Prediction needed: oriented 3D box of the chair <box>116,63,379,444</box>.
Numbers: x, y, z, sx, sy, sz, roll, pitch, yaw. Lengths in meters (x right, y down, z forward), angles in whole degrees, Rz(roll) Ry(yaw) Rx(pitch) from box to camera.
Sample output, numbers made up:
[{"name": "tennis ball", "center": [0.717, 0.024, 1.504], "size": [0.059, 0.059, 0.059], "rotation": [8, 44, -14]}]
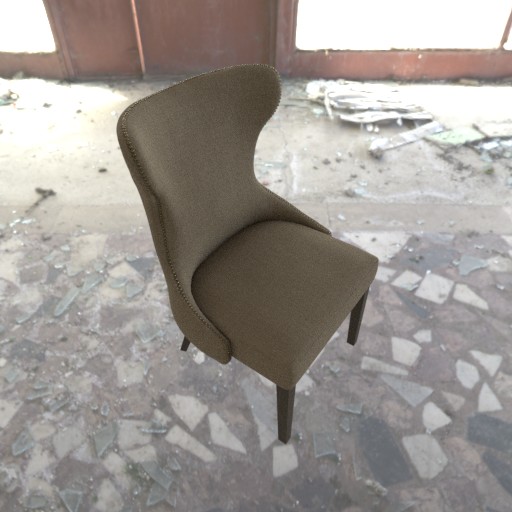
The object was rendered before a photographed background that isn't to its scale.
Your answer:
[{"name": "chair", "center": [0.000, 0.000, 1.406], "size": [0.635, 0.967, 0.628], "rotation": [26, 49, 26]}]
